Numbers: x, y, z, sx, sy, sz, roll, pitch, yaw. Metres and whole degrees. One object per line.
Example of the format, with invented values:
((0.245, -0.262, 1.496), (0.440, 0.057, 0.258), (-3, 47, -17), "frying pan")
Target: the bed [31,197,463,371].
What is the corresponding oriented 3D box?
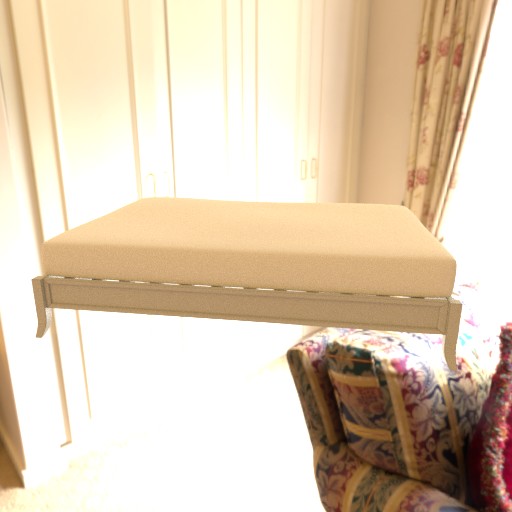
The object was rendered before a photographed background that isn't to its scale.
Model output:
((0.000, 0.000, 2.666), (1.985, 0.510, 1.460), (3, 17, 9), "bed")
